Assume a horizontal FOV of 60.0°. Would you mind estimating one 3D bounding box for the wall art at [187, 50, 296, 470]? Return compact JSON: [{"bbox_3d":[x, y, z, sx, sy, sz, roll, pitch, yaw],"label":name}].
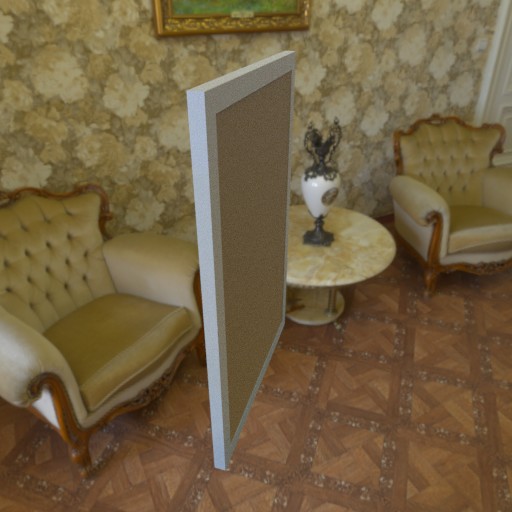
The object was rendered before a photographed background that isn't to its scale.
[{"bbox_3d":[0.000,0.000,1.436,0.038,1.143,0.764,9,31,15],"label":"wall art"}]
